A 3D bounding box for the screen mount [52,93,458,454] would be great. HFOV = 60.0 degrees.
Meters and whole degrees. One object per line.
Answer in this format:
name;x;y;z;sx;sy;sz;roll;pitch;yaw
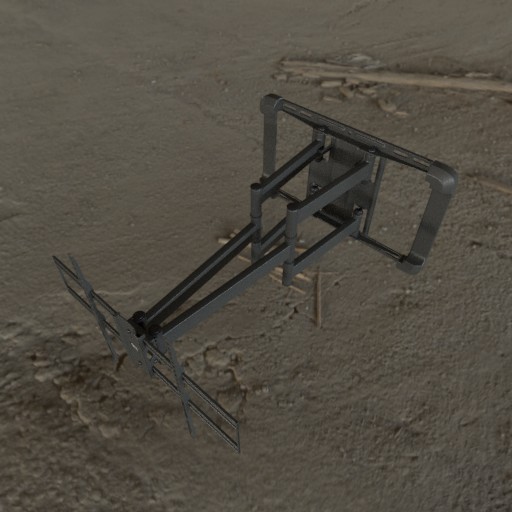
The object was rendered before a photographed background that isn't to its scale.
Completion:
screen mount;0.000;0.000;1.335;0.725;0.483;0.905;33;55;28
